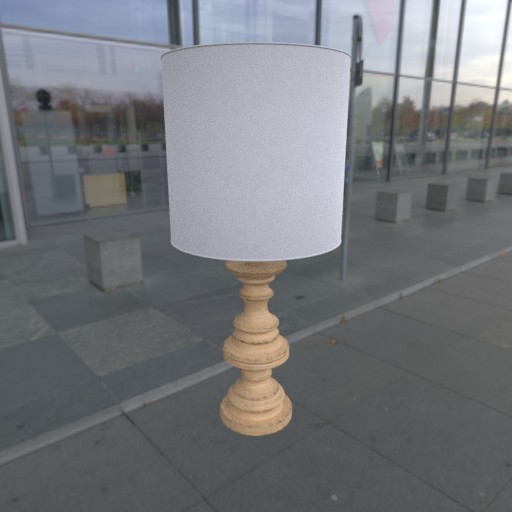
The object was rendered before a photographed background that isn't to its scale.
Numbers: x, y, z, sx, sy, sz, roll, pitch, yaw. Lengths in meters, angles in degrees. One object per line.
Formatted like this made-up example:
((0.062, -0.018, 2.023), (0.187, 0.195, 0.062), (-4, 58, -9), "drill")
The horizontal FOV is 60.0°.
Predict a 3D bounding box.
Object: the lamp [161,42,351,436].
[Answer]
((0.000, 0.000, 0.557), (0.208, 0.455, 0.208), (-7, 18, -24), "lamp")
